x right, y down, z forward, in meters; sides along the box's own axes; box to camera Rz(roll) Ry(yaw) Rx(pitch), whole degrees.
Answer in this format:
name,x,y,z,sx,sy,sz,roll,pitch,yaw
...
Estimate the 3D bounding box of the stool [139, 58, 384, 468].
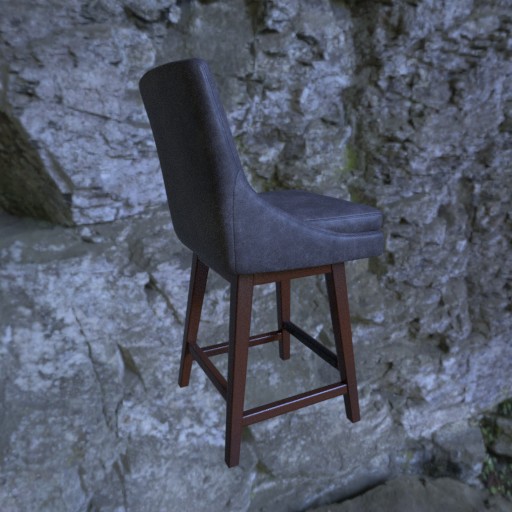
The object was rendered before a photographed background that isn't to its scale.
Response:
name,x,y,z,sx,sy,sz,roll,pitch,yaw
stool,0.000,0.000,1.359,0.587,1.046,0.492,-8,18,-26
